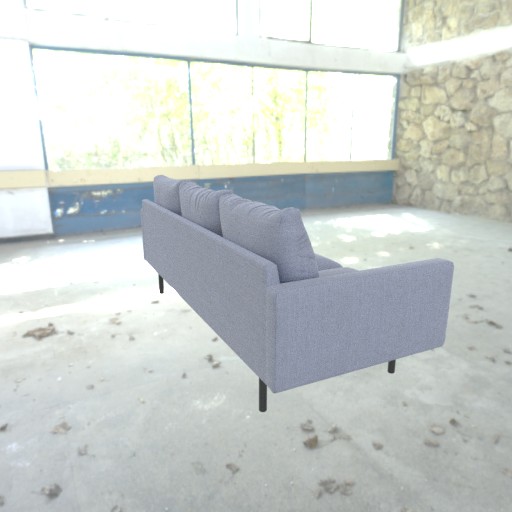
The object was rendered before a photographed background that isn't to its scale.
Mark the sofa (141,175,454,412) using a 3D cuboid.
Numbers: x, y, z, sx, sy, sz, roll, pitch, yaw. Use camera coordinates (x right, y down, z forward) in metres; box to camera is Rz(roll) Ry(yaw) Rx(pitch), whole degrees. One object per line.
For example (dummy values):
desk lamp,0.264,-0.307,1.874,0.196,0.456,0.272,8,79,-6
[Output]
sofa,0.000,0.000,2.510,0.850,0.830,2.000,-7,16,-26
